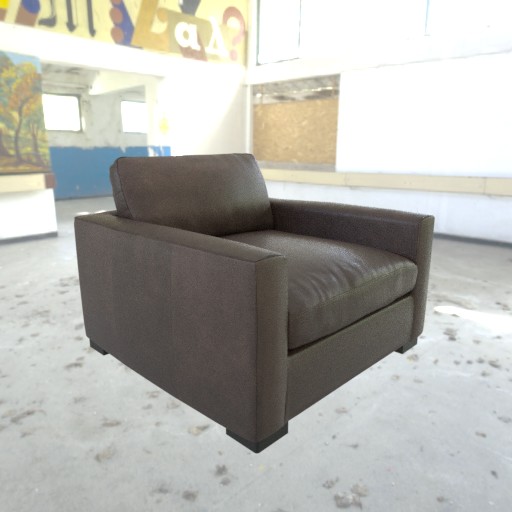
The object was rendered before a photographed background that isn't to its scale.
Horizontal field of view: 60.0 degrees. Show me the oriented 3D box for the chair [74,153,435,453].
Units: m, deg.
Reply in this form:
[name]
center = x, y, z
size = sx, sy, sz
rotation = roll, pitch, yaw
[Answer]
[chair]
center = 0.000, 0.000, 1.826
size = 1.069, 0.812, 1.100
rotation = 13, 19, 43
